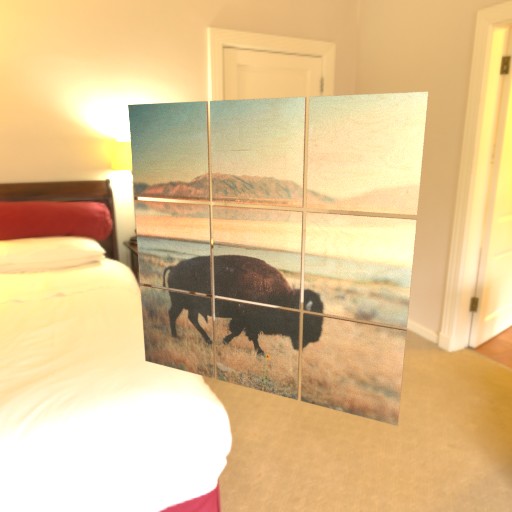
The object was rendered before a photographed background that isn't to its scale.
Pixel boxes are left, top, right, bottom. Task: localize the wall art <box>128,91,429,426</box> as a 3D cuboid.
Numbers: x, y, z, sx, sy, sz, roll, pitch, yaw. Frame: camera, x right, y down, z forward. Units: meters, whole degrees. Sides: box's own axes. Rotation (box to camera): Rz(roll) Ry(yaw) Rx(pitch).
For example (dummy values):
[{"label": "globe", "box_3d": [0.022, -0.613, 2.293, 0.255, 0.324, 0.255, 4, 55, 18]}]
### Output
[{"label": "wall art", "box_3d": [0.000, 0.000, 2.288, 1.533, 1.532, 0.019, 7, 16, 25]}]
